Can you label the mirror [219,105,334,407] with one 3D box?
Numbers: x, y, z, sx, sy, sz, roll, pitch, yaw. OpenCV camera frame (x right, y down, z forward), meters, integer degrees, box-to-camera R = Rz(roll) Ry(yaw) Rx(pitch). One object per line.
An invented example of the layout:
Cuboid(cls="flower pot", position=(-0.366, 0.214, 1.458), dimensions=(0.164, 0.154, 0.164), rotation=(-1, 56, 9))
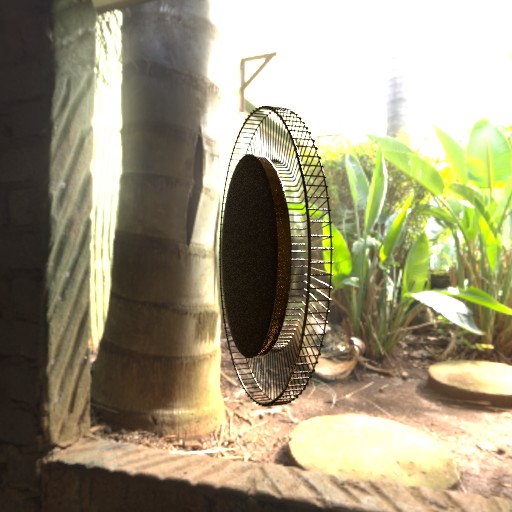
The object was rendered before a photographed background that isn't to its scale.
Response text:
Cuboid(cls="mirror", position=(0.000, 0.000, 1.090), dimensions=(0.067, 0.703, 0.703), rotation=(0, 0, -17))
